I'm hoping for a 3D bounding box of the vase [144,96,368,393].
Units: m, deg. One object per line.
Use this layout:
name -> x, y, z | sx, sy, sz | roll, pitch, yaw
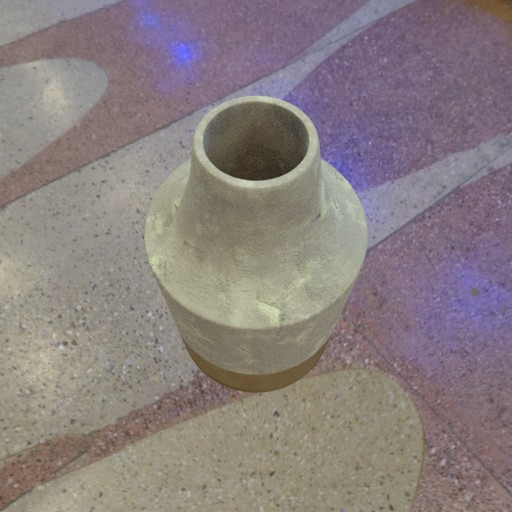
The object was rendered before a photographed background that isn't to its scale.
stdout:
vase -> 0.000, 0.000, 0.412 | 0.184, 0.305, 0.184 | 0, 61, 0
